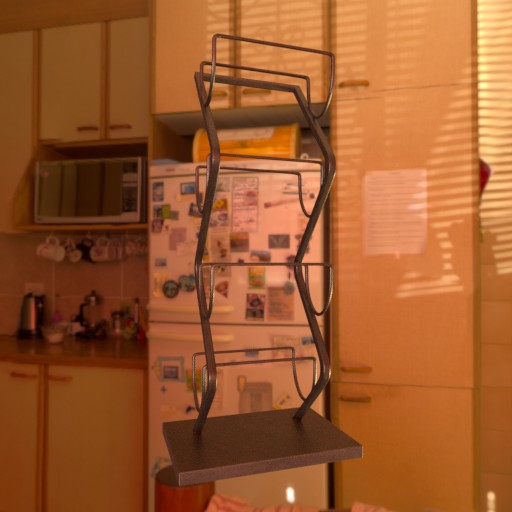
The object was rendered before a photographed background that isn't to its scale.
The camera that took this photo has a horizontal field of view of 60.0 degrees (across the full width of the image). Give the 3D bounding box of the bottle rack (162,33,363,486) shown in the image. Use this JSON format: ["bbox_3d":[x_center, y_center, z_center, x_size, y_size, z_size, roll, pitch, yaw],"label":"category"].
[{"bbox_3d":[0.000,0.000,0.661,0.254,0.559,0.178,0,-1,-18],"label":"bottle rack"}]
